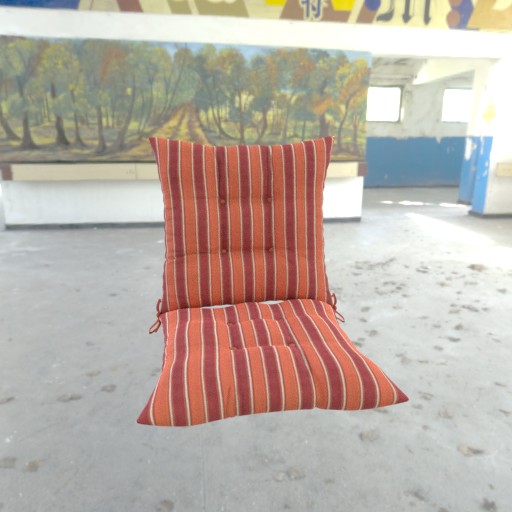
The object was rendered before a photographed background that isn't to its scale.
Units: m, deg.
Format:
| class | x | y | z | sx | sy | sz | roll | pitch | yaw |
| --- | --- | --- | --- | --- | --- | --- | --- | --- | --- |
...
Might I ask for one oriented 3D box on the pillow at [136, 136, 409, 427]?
| class | x | y | z | sx | sy | sz | roll | pitch | yaw |
| --- | --- | --- | --- | --- | --- | --- | --- | --- | --- |
| pillow | 0.000 | 0.000 | 1.024 | 0.541 | 0.536 | 0.585 | -2 | 15 | -7 |
